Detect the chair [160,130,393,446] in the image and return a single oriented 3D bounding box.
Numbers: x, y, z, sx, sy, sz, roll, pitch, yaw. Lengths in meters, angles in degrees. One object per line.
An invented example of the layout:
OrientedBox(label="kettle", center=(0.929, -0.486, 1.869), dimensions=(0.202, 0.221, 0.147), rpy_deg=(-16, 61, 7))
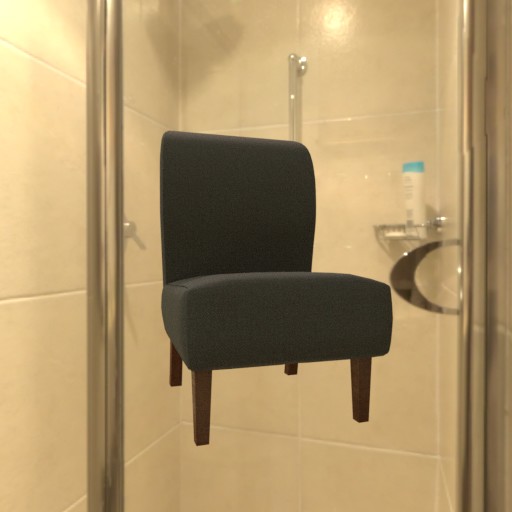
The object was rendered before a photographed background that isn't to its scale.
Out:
OrientedBox(label="chair", center=(0.000, 0.000, 1.237), dimensions=(0.513, 0.804, 0.592), rpy_deg=(0, 0, -19))
